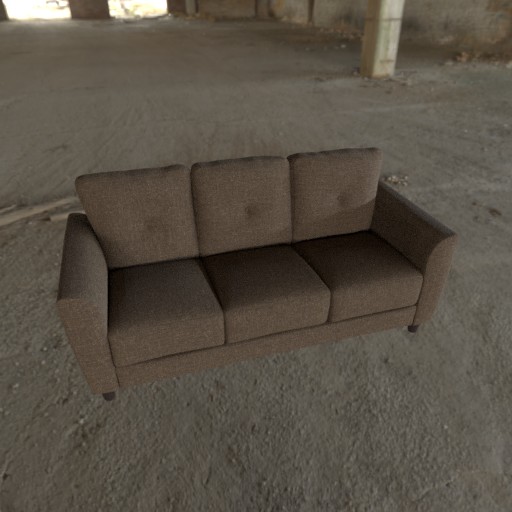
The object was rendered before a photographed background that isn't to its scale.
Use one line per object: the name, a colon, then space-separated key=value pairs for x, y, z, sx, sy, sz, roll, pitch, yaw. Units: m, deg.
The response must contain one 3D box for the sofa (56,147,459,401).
sofa: x=0.000 y=0.000 z=2.338 sx=1.847 sy=0.891 sz=0.837 roll=-9 pitch=32 yaw=-15
